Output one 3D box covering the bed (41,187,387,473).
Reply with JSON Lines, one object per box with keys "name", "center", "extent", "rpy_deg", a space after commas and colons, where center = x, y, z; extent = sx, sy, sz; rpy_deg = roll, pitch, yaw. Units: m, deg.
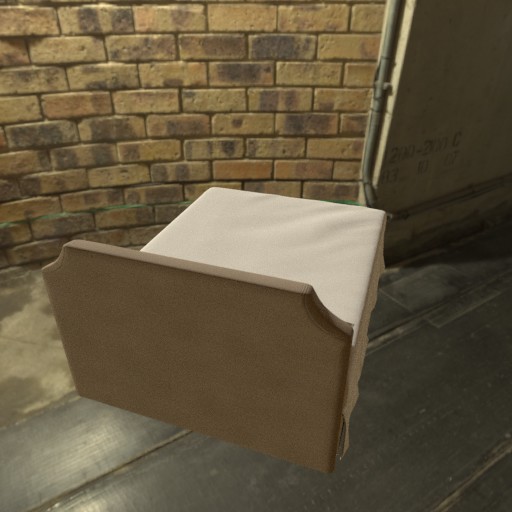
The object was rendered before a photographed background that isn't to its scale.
{"name": "bed", "center": [0.000, 0.000, 3.543], "extent": [1.977, 1.293, 2.498], "rpy_deg": [10, 33, 16]}
